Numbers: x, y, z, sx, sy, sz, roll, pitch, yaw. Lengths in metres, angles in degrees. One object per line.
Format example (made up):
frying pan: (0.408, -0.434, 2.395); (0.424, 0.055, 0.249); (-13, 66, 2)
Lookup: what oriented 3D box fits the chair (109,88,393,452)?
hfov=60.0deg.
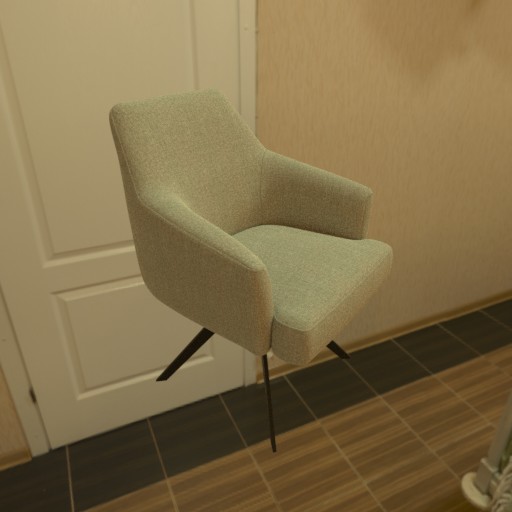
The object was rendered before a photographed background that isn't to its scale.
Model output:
chair: (0.000, 0.000, 1.330); (0.677, 0.874, 0.642); (19, 33, 31)
